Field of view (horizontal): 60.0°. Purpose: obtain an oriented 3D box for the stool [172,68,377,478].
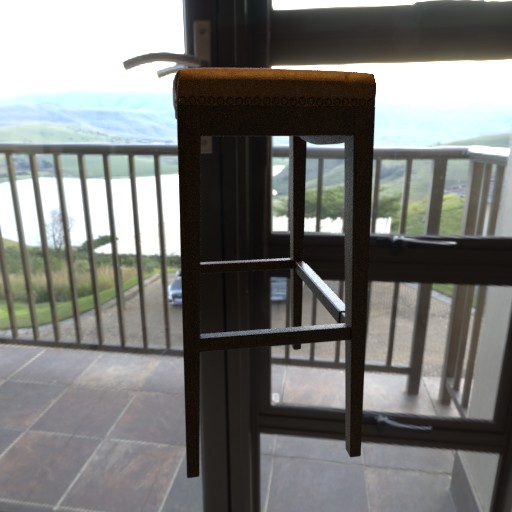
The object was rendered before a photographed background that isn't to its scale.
[{"bbox_3d":[0.000,0.000,1.031,0.361,0.759,0.500,-3,16,-9],"label":"stool"}]
